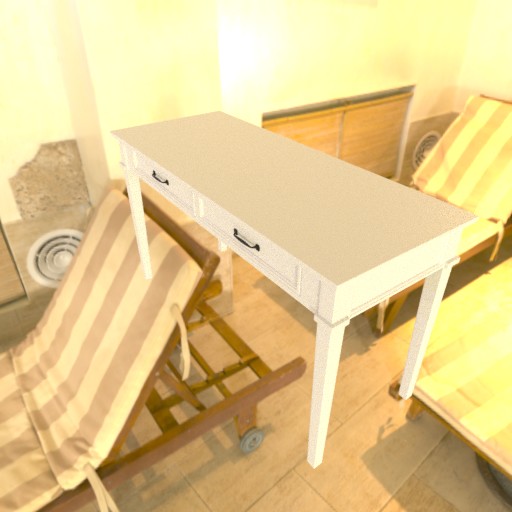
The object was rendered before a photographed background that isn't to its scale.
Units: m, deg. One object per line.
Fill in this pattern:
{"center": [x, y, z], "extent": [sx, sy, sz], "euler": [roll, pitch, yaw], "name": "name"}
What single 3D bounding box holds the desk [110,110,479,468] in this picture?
{"center": [0.000, 0.000, 1.786], "extent": [0.559, 0.774, 1.372], "euler": [-22, 39, -30], "name": "desk"}
